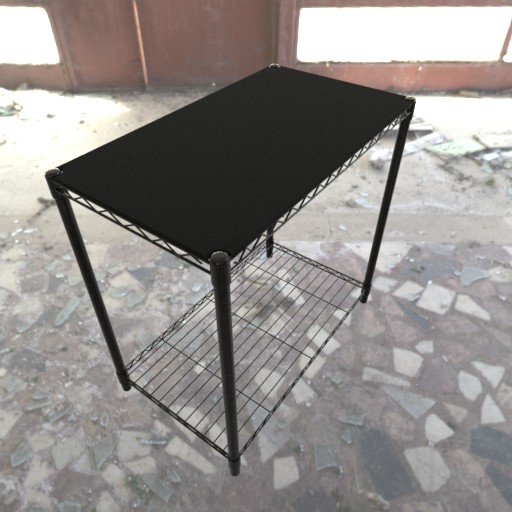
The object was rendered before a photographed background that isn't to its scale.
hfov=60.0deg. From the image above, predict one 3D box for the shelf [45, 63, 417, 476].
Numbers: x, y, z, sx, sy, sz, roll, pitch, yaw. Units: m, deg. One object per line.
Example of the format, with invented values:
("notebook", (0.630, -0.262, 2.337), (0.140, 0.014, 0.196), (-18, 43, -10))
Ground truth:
("shelf", (0.000, 0.000, 0.926), (0.338, 0.564, 0.589), (26, 48, 26))
